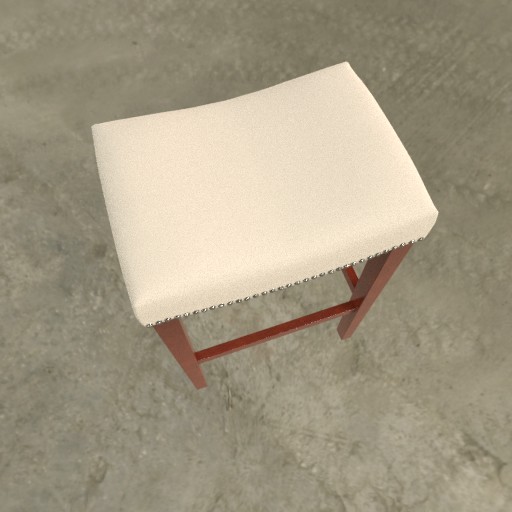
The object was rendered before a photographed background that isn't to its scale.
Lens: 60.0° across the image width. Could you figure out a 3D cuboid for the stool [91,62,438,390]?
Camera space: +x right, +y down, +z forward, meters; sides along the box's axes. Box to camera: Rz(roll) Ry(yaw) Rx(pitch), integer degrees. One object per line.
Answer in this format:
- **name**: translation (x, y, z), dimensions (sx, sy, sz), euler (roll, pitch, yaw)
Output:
- **stool**: translation (0.000, 0.000, 1.044), dimensions (0.504, 0.742, 0.372), euler (-17, 66, -8)
